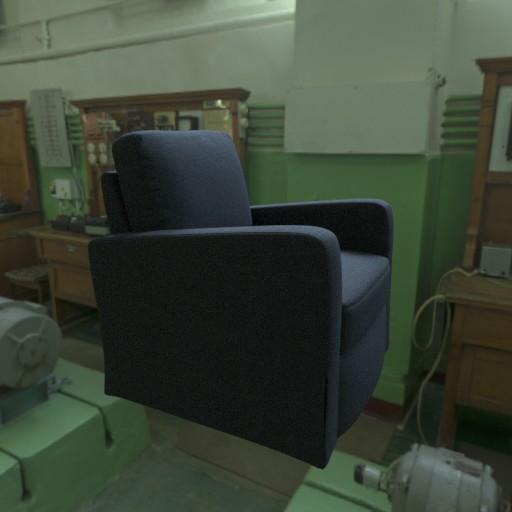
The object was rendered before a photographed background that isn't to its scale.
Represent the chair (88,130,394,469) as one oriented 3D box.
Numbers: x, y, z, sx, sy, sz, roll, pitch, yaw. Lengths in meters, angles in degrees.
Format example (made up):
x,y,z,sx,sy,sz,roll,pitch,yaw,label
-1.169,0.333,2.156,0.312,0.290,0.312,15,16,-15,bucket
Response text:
x,y,z,sx,sy,sz,roll,pitch,yaw,label
0.000,0.000,1.532,0.863,0.855,0.798,7,16,27,chair
